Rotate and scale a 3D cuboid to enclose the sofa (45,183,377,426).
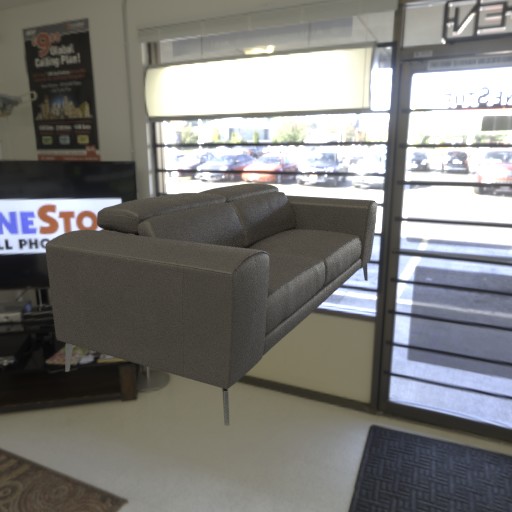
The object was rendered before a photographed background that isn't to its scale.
[{"bbox_3d":[0.000,0.000,2.878,1.048,0.814,2.330,7,16,27],"label":"sofa"}]
